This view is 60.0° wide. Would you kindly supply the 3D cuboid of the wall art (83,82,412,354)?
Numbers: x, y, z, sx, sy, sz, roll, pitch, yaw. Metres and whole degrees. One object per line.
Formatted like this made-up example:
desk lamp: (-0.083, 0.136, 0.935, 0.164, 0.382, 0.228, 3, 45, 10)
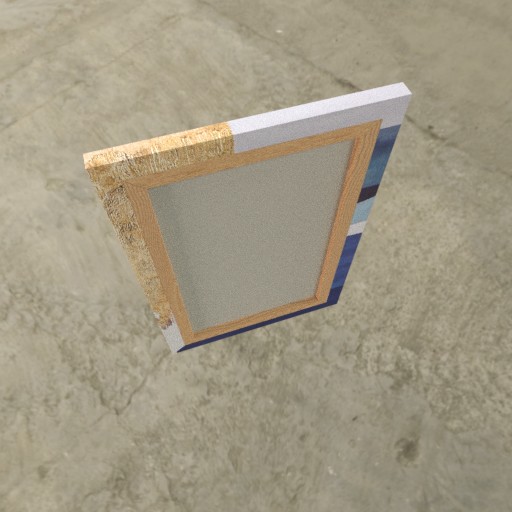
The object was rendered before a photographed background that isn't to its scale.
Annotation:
wall art: (0.000, 0.000, 1.182, 0.607, 0.911, 0.039, -16, 60, -10)
